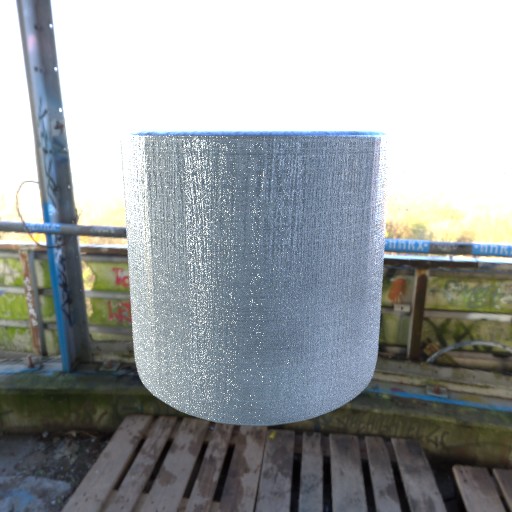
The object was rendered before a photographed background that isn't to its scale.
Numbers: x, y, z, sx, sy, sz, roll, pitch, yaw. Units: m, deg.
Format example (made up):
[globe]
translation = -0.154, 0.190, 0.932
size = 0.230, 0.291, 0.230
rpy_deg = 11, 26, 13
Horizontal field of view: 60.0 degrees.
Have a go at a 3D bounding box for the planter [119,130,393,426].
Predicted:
[planter]
translation = 0.000, 0.000, 0.286
size = 0.160, 0.156, 0.160
rpy_deg = 0, 16, 0
